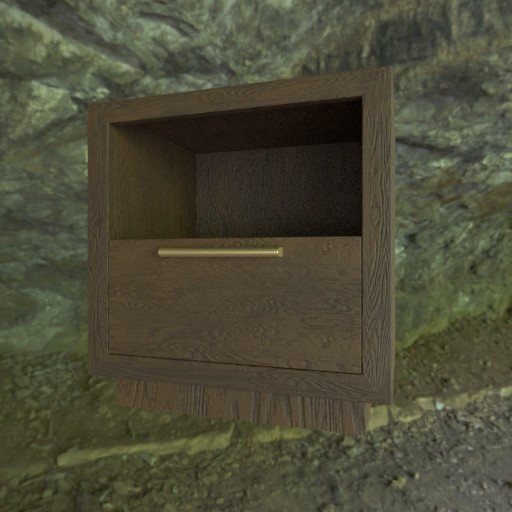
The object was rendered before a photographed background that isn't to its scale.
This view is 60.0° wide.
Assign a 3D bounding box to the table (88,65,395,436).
[{"bbox_3d":[0.000,0.000,0.943,0.560,0.585,0.439,0,0,18],"label":"table"}]
